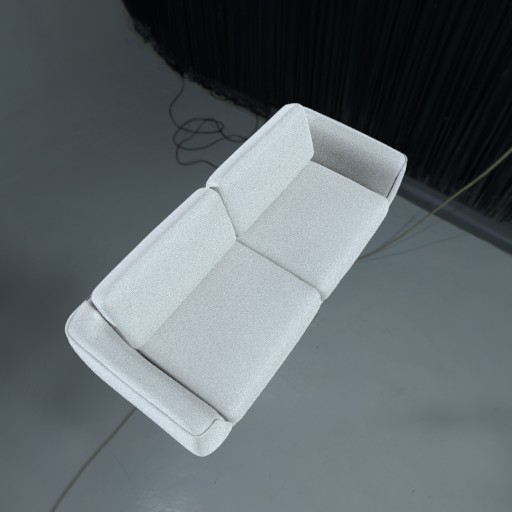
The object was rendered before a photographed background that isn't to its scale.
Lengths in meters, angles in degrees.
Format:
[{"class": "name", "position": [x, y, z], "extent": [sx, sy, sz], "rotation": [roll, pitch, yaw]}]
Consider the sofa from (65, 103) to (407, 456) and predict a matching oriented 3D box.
[{"class": "sofa", "position": [0.000, 0.000, 2.504], "extent": [0.920, 0.850, 2.000], "rotation": [31, 63, 18]}]
